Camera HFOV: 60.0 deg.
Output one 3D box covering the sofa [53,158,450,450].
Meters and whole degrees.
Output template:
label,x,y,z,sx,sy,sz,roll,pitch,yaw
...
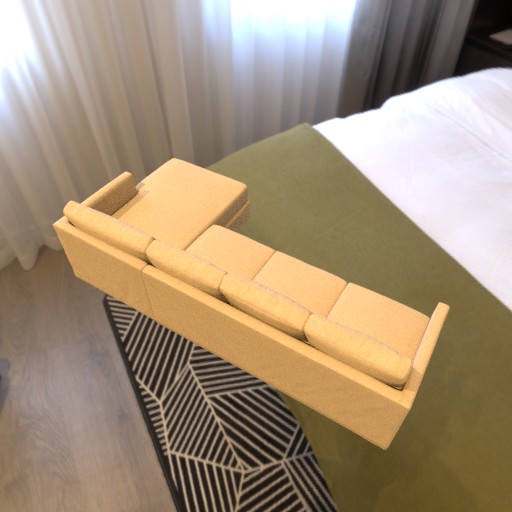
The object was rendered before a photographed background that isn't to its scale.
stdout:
label,x,y,z,sx,sy,sz,roll,pitch,yaw
sofa,0.000,0.000,3.908,3.206,0.871,1.622,24,51,21
